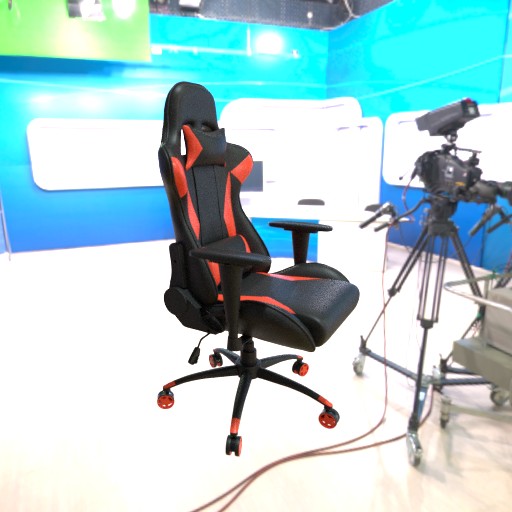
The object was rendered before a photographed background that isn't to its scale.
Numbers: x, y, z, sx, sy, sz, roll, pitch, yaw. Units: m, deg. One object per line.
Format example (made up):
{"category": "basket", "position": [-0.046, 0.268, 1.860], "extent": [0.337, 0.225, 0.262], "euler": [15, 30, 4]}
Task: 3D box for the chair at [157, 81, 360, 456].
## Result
{"category": "chair", "position": [0.000, 0.000, 1.704], "extent": [0.730, 1.282, 0.695], "euler": [7, 16, 27]}
